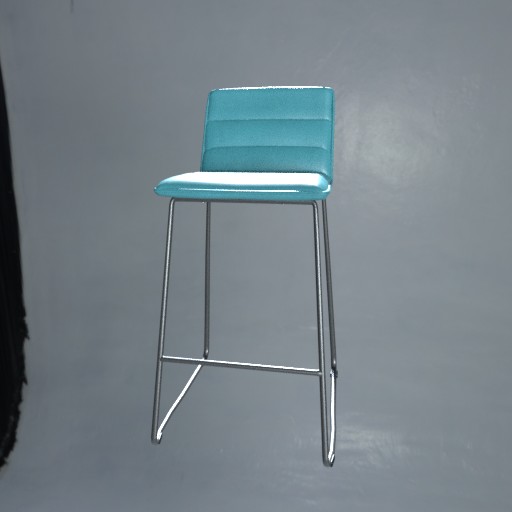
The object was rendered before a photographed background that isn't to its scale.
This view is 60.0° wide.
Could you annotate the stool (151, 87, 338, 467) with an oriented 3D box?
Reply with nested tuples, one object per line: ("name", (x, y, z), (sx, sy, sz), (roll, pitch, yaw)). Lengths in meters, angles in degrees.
("stool", (0.000, 0.000, 1.236), (0.489, 0.936, 0.524), (3, 15, 10))
